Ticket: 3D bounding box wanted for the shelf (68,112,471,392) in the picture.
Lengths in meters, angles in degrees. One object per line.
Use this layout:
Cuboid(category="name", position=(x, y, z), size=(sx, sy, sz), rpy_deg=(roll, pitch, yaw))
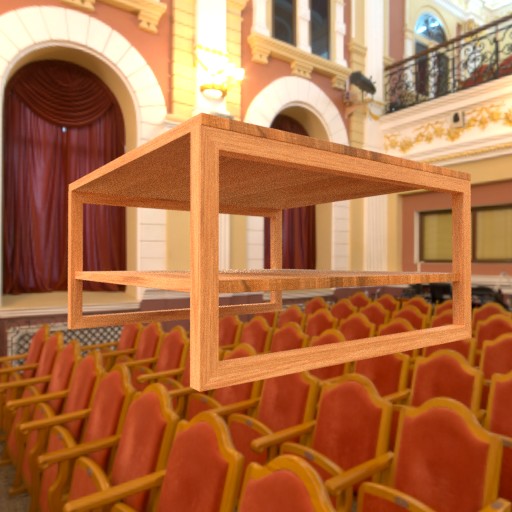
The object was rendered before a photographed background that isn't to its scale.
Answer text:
Cuboid(category="shelf", position=(0.000, 0.000, 1.388), size=(0.899, 0.480, 0.899), rpy_deg=(1, -1, -36))
